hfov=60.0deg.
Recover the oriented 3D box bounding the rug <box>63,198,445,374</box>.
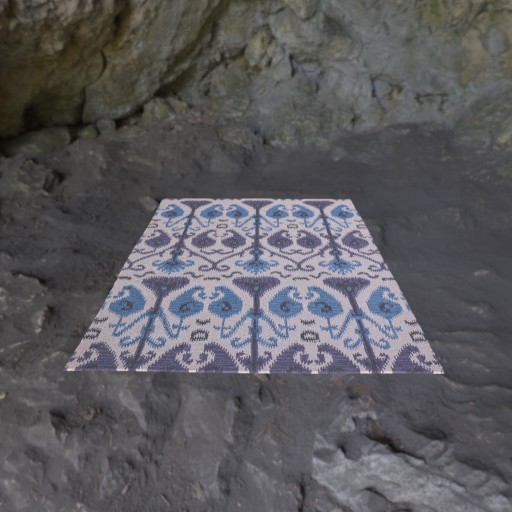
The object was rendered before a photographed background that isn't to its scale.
[{"bbox_3d":[0.000,0.000,2.940,1.676,0.013,2.261,0,27,1],"label":"rug"}]
